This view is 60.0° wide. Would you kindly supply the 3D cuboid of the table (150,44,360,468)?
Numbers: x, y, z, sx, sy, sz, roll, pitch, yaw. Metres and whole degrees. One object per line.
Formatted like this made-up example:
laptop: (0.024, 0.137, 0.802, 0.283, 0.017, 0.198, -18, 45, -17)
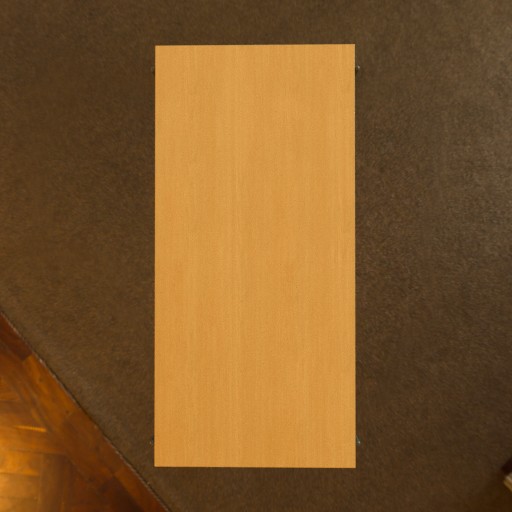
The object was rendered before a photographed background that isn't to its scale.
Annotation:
table: (0.000, 0.000, 2.268, 0.900, 0.758, 1.800, 0, 89, 1)
